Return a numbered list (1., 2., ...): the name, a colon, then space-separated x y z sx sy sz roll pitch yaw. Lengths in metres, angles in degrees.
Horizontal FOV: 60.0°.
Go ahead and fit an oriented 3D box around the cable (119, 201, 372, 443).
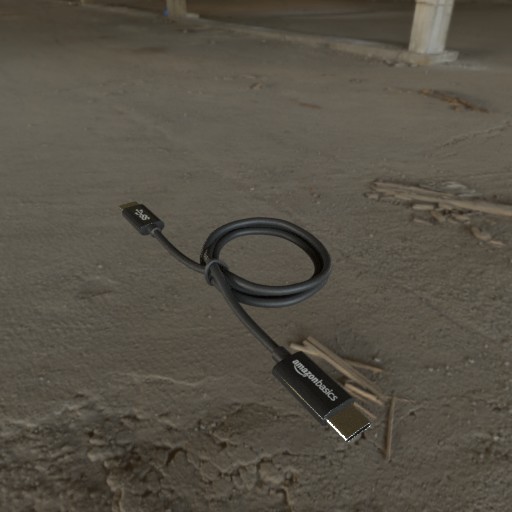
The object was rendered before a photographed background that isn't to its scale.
1. cable: 0.000 0.000 0.208 0.070 0.014 0.186 -21 38 -29
